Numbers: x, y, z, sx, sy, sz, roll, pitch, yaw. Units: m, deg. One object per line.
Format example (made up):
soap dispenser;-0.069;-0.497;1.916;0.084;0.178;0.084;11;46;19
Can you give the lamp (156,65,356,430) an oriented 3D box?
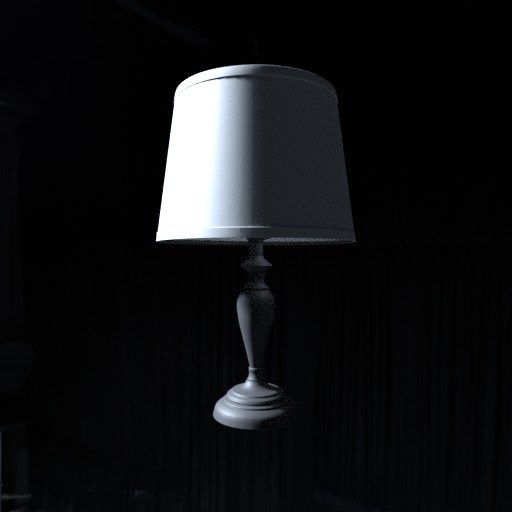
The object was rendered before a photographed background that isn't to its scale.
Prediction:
lamp;0.000;0.000;0.706;0.310;0.501;0.310;0;0;0
